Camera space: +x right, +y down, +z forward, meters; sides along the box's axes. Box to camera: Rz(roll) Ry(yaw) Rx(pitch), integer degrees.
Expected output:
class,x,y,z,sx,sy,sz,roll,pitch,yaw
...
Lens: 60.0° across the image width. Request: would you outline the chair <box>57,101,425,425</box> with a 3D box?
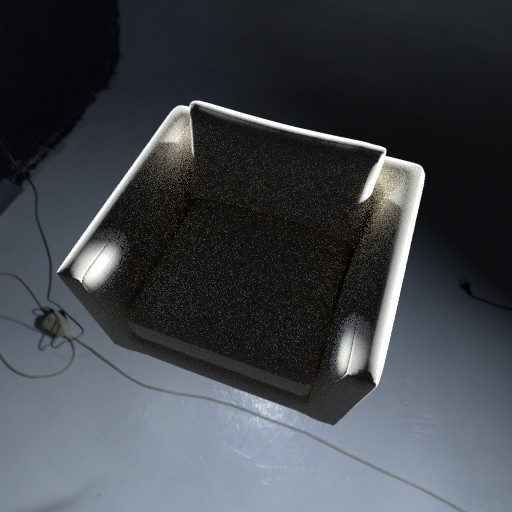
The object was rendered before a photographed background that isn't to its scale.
class,x,y,z,sx,sy,sz,roll,pitch,yaw
chair,0.000,0.000,1.729,1.041,0.865,0.889,17,59,11
